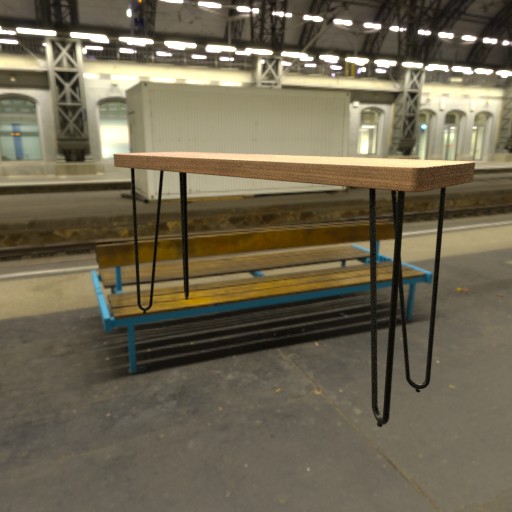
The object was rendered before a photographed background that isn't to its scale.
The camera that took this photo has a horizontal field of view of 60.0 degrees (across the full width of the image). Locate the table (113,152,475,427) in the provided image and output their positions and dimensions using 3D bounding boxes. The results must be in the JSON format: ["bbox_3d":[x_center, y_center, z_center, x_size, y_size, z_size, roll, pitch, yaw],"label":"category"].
[{"bbox_3d":[0.000,0.000,1.907,1.570,0.834,0.425,14,20,42],"label":"table"}]
